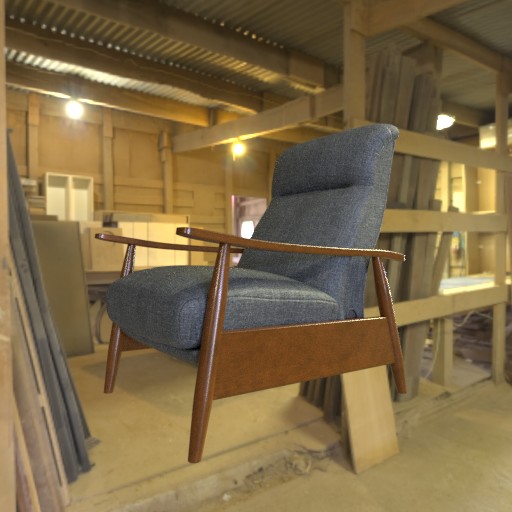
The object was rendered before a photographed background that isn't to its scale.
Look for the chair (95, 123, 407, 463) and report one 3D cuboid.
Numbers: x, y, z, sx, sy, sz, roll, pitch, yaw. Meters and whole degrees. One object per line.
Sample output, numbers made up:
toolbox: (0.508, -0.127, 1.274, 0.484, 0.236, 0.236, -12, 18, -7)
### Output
chair: (0.000, 0.000, 1.751, 1.030, 1.082, 0.762, -1, 2, -37)
